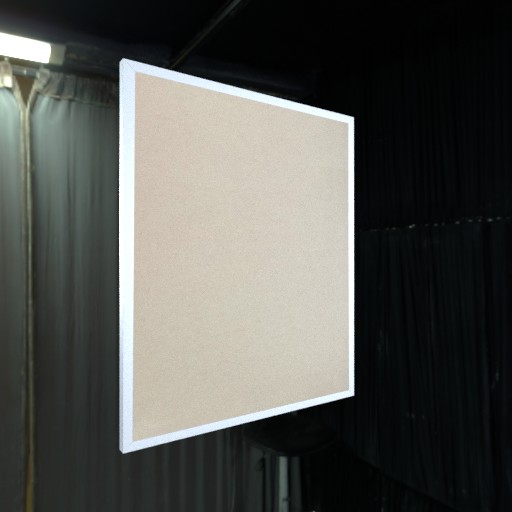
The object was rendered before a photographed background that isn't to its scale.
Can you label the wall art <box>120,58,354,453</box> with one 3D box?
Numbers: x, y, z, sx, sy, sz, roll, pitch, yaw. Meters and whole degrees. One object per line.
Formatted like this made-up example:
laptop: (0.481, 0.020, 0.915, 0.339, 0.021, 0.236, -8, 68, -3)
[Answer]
wall art: (0.000, 0.000, 0.625, 0.382, 0.456, 0.013, 0, 0, -34)
